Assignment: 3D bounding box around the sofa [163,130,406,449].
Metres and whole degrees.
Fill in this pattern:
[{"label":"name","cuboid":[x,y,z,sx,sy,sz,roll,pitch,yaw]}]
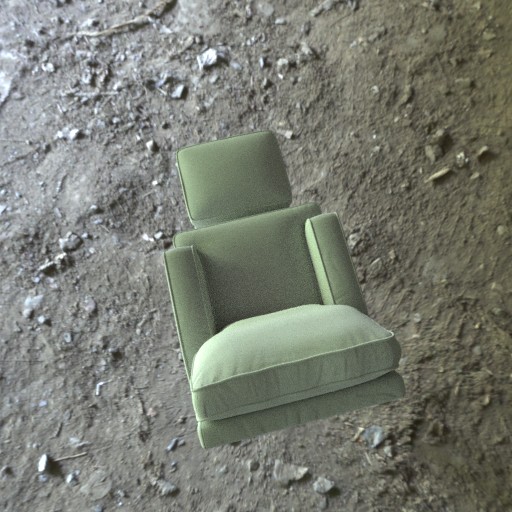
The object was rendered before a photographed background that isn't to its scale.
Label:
[{"label":"sofa","cuboid":[0.000,0.000,2.094,0.861,0.959,1.472,-13,74,-4]}]
